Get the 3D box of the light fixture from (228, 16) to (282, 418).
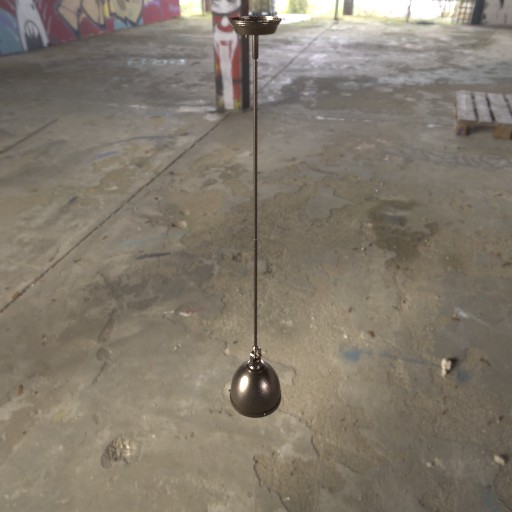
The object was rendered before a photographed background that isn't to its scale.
[{"bbox_3d":[0.000,0.000,1.443,0.211,1.367,0.217,21,39,29],"label":"light fixture"}]
